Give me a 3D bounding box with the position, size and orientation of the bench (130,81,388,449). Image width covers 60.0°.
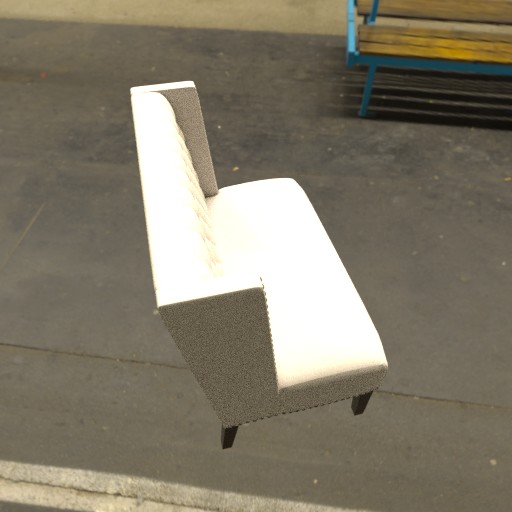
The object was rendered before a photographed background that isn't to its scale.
[{"bbox_3d":[0.000,0.000,2.033,0.847,1.123,1.280,-10,48,-10],"label":"bench"}]
